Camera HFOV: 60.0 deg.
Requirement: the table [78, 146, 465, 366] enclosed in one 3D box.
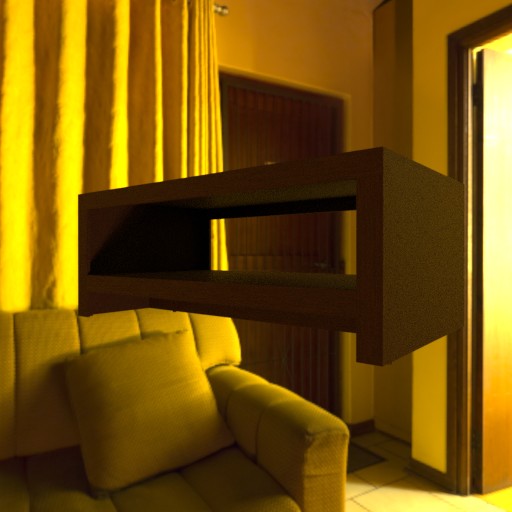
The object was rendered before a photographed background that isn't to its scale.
[{"bbox_3d":[0.000,0.000,1.421,1.099,0.424,0.597,0,0,39],"label":"table"}]
